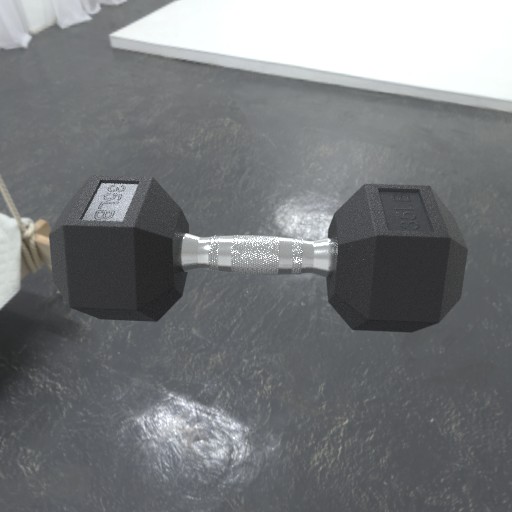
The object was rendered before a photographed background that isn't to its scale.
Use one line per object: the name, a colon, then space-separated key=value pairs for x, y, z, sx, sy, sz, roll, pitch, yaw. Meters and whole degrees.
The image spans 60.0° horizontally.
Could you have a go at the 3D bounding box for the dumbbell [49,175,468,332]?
dumbbell: x=0.000 y=0.000 z=0.417 sx=0.356 sy=0.123 sz=0.141 roll=2 pitch=44 yaw=2
